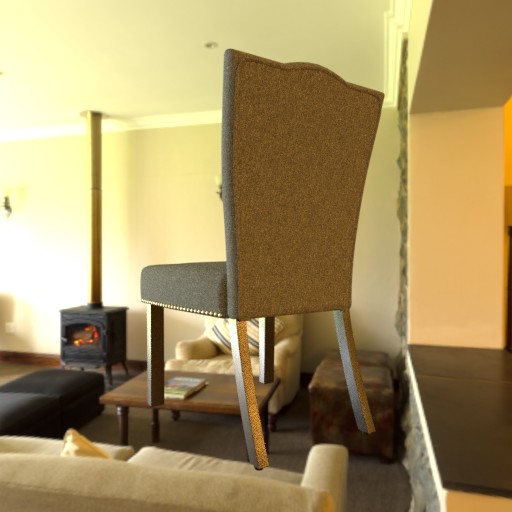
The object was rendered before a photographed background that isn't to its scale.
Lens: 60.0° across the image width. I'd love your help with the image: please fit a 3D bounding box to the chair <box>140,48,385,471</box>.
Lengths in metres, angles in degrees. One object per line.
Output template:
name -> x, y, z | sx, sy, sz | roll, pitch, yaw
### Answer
chair -> 0.000, 0.000, 1.311 | 0.518, 0.946, 0.589 | 0, 1, -33
